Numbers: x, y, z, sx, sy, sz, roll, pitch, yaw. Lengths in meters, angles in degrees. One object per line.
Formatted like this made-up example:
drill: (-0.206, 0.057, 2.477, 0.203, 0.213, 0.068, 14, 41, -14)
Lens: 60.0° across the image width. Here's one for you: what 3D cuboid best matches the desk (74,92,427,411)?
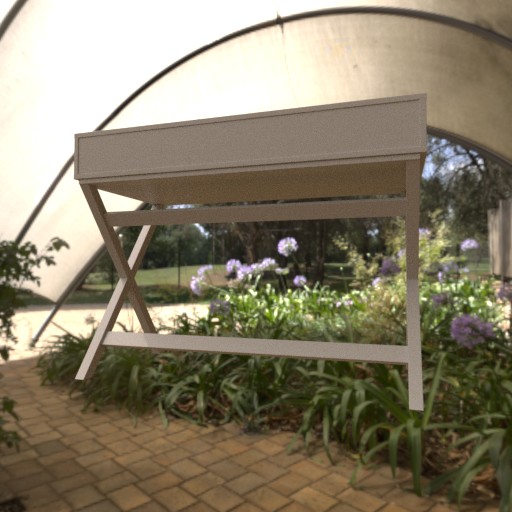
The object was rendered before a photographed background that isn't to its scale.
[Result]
desk: (0.000, 0.000, 1.495, 1.057, 0.780, 0.525, -1, -2, 18)
